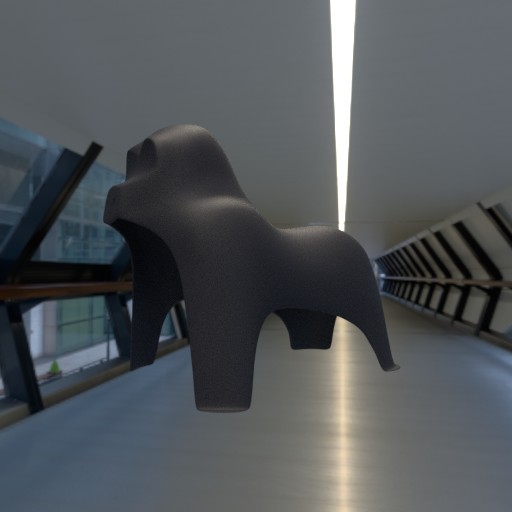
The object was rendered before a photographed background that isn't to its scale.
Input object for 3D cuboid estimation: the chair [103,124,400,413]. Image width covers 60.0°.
[{"bbox_3d":[0.000,0.000,1.147,0.758,0.600,0.490,1,-2,-35],"label":"chair"}]
